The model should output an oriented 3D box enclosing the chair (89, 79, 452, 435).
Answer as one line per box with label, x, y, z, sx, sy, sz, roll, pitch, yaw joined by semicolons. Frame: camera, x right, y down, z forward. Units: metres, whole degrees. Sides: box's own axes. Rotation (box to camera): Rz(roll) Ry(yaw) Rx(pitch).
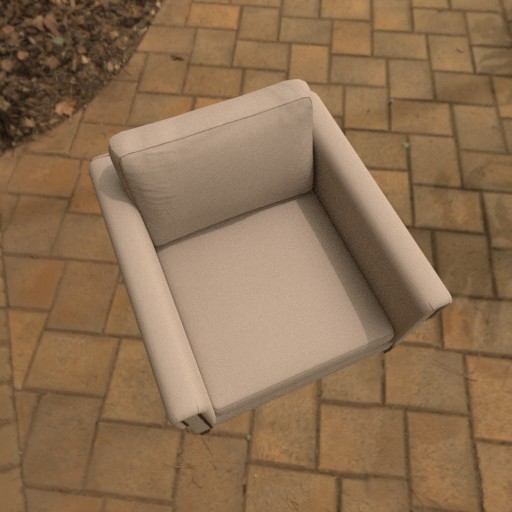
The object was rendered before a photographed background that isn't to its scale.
chair;0.000;0.000;1.658;0.914;0.838;0.959;-21;66;-10
